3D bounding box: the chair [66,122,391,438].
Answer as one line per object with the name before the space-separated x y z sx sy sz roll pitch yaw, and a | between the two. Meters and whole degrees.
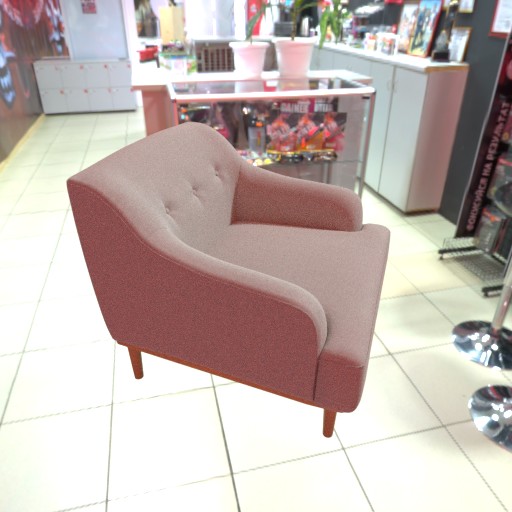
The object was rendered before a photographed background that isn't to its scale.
chair | 0.000 0.000 1.695 0.951 0.818 0.946 10 31 17
